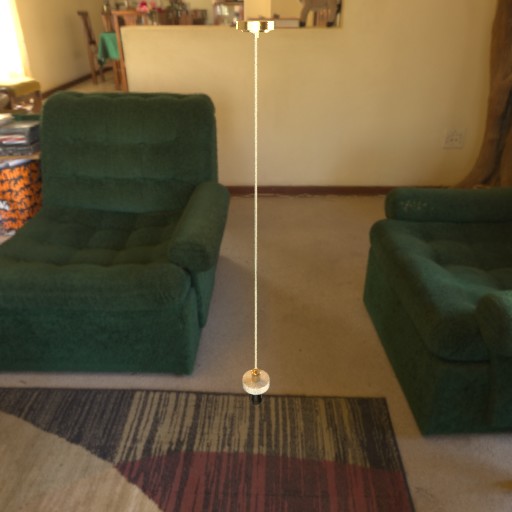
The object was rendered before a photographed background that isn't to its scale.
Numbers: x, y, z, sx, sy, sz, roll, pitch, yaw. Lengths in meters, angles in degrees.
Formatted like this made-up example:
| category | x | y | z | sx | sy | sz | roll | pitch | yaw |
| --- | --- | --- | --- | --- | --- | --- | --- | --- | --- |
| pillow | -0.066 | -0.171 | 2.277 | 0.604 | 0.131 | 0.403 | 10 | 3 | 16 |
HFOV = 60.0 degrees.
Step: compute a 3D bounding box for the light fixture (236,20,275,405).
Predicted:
| category | x | y | z | sx | sy | sz | roll | pitch | yaw |
| --- | --- | --- | --- | --- | --- | --- | --- | --- | --- |
| light fixture | 0.000 | 0.000 | 1.781 | 0.129 | 1.669 | 0.129 | -8 | 31 | -14 |
